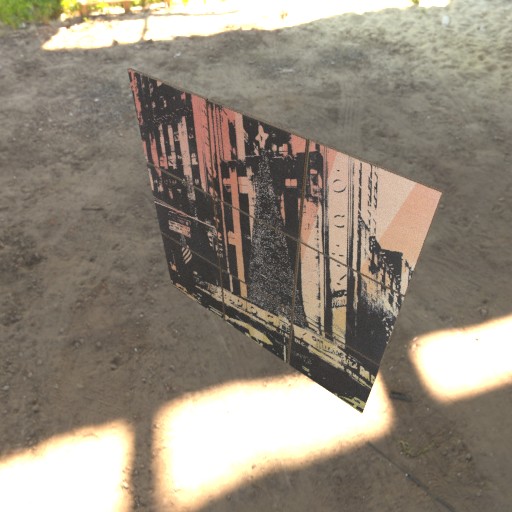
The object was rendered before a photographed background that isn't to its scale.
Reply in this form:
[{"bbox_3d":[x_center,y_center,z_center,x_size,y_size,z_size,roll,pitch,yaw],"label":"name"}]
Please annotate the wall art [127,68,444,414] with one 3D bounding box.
[{"bbox_3d":[0.000,0.000,1.368,0.919,0.917,0.010,30,52,26],"label":"wall art"}]
